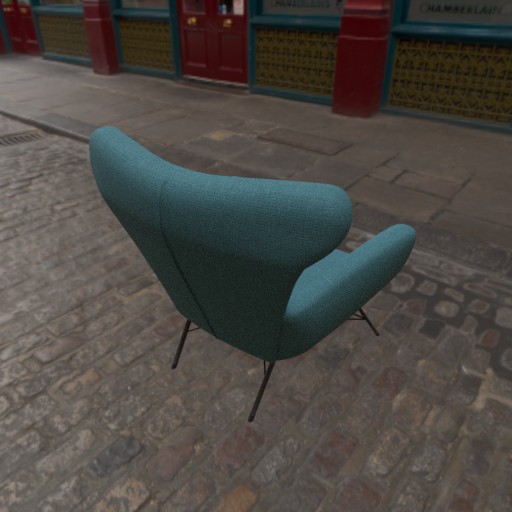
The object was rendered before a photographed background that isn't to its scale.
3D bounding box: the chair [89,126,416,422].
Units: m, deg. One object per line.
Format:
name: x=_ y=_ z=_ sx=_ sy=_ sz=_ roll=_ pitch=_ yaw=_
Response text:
chair: x=0.000 y=0.000 z=1.751 sx=1.050 sy=0.980 sz=0.900 roll=22 pitch=37 yaw=32
